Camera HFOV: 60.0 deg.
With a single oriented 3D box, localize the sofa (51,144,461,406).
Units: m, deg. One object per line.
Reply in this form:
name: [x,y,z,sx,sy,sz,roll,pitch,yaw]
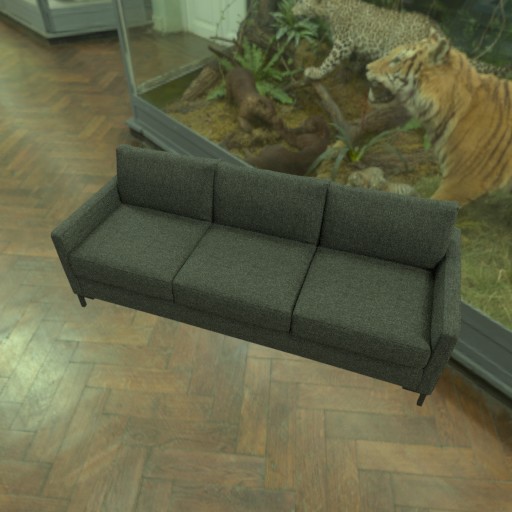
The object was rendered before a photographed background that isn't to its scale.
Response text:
sofa: [0.000,0.000,2.662,2.253,0.879,0.876,13,43,15]
